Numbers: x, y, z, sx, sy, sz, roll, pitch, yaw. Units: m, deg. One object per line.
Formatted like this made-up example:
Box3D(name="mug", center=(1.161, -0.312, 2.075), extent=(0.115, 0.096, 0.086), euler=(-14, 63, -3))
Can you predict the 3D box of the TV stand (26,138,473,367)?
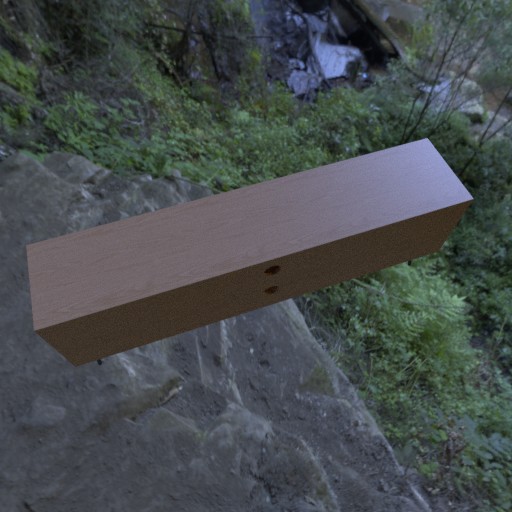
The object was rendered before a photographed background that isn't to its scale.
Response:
Box3D(name="TV stand", center=(0.000, 0.000, 2.024), extent=(1.760, 0.580, 0.400), euler=(-17, 60, -10))
